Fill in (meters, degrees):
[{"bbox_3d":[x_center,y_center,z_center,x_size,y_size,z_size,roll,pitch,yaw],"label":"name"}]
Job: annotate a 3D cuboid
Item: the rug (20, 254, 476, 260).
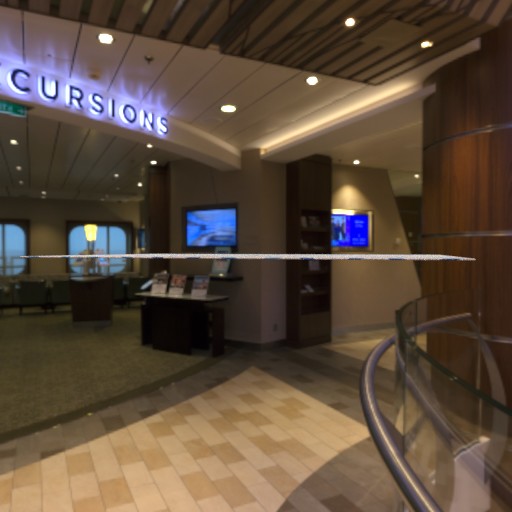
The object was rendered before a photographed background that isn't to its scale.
[{"bbox_3d":[0.000,0.000,2.983,2.439,0.008,1.531,0,1,17],"label":"rug"}]
